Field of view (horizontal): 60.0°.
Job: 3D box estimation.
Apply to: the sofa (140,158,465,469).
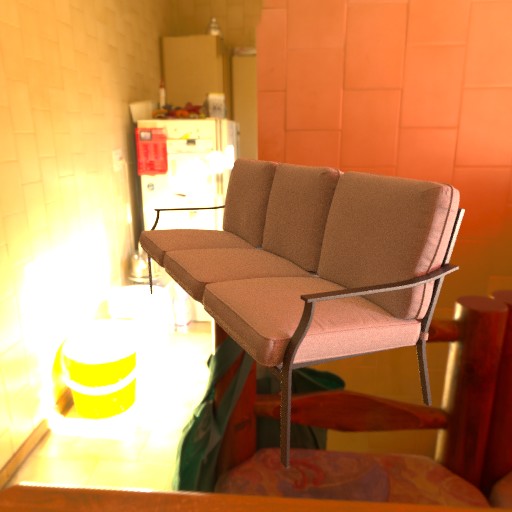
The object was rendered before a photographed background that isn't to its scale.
[{"bbox_3d":[0.000,0.000,2.156,0.787,0.860,1.740,-8,17,-26],"label":"sofa"}]
